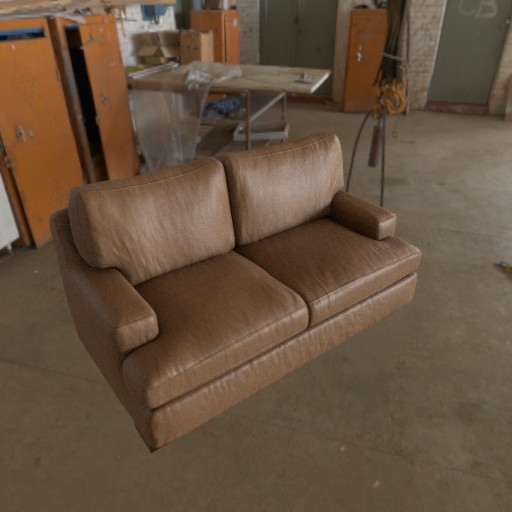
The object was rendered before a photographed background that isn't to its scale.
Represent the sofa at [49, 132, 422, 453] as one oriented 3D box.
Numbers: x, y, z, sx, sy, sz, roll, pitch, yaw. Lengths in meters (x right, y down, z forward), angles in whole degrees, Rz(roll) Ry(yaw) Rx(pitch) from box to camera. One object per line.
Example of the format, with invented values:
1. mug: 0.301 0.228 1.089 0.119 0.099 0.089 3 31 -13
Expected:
1. sofa: 0.000 0.000 2.446 1.855 0.980 0.962 -21 36 -32
